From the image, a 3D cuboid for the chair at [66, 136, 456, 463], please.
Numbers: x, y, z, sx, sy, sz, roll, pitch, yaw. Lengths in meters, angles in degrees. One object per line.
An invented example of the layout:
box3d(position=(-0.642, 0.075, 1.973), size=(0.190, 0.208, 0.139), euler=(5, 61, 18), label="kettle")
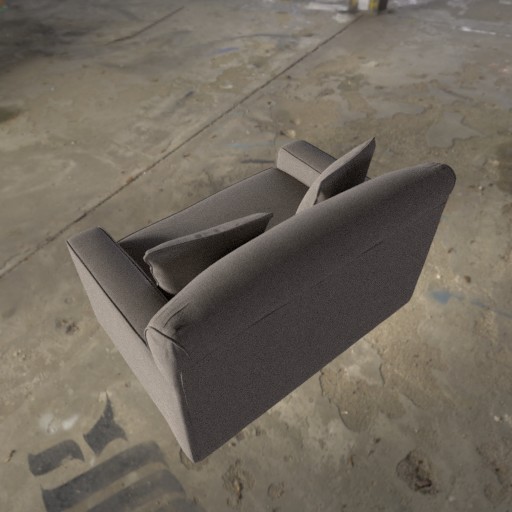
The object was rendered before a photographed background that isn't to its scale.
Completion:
box3d(position=(0.000, 0.000, 2.054), size=(1.395, 0.953, 0.992), euler=(-29, 51, -27), label="chair")
